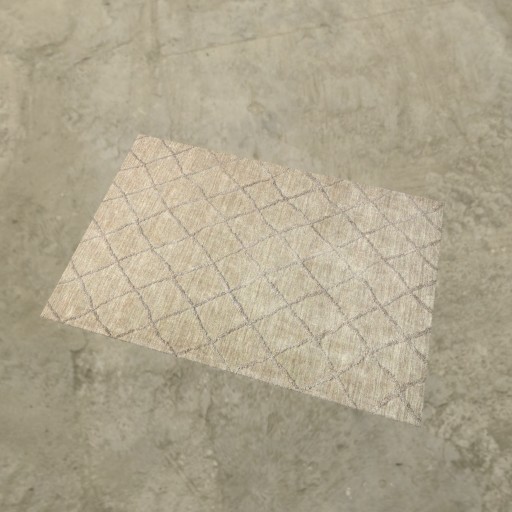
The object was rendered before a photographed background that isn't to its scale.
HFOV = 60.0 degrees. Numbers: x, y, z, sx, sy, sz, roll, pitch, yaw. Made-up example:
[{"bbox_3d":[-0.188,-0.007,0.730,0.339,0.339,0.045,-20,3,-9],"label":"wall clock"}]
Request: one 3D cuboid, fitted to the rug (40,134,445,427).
[{"bbox_3d":[0.000,0.000,2.875,2.280,0.015,1.521,14,63,7],"label":"rug"}]
